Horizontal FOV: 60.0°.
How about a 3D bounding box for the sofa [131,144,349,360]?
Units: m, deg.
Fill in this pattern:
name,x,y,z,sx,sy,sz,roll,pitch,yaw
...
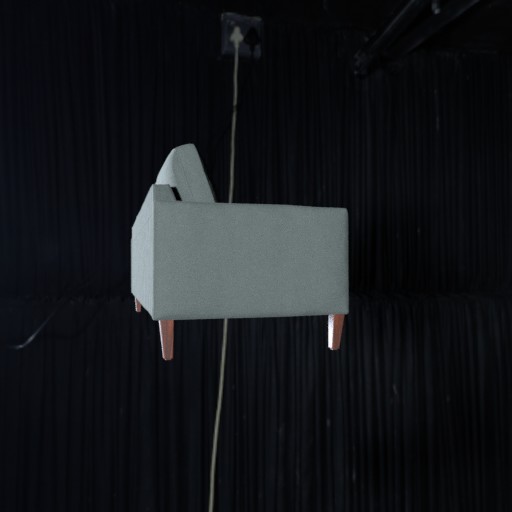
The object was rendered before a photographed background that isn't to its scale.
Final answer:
name,x,y,z,sx,sy,sz,roll,pitch,yaw
sofa,0.000,0.000,2.915,1.506,0.876,2.178,1,-2,-18
